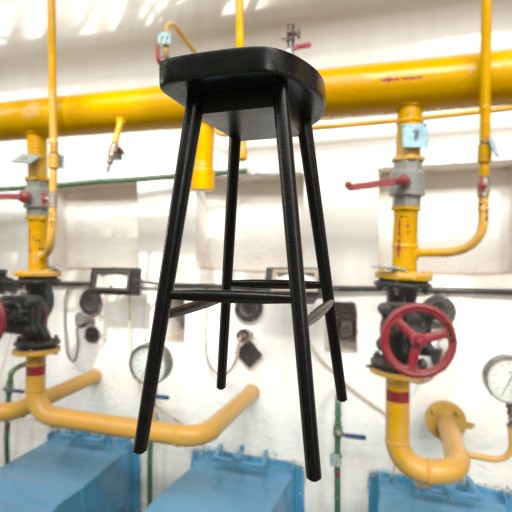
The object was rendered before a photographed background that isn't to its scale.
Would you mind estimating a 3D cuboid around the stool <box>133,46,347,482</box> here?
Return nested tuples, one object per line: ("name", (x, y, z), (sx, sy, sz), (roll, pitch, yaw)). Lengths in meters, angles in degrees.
("stool", (0.000, 0.000, 0.991), (0.361, 0.749, 0.440), (0, 1, 17))
